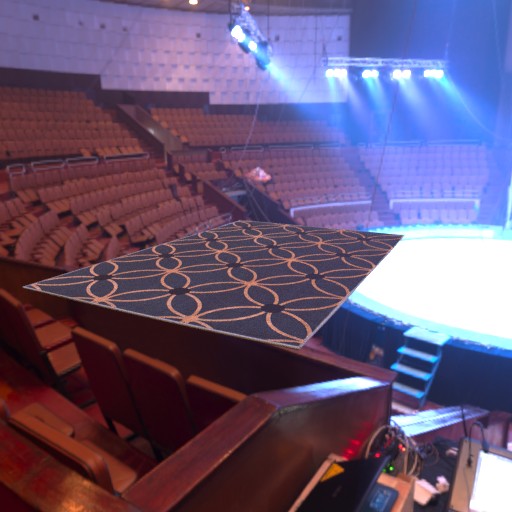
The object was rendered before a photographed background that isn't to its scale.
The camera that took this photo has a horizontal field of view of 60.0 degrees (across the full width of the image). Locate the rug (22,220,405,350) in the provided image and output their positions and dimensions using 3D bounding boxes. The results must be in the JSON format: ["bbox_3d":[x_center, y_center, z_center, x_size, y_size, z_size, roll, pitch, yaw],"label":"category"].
[{"bbox_3d":[0.000,0.000,2.890,1.522,0.008,2.284,7,16,26],"label":"rug"}]
